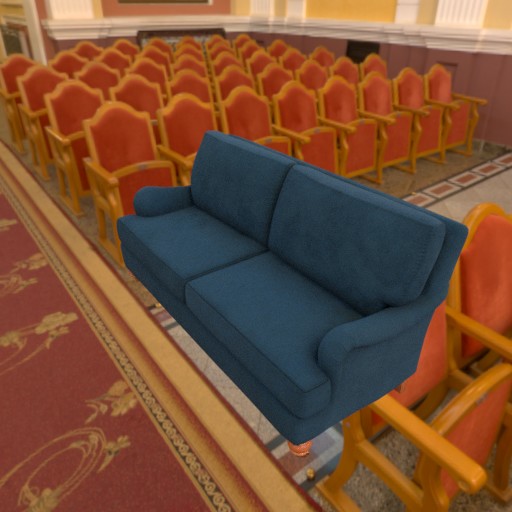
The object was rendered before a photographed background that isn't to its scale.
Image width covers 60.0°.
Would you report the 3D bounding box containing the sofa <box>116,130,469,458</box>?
[{"bbox_3d":[0.000,0.000,2.807,1.084,1.101,2.141,-21,36,-31],"label":"sofa"}]
